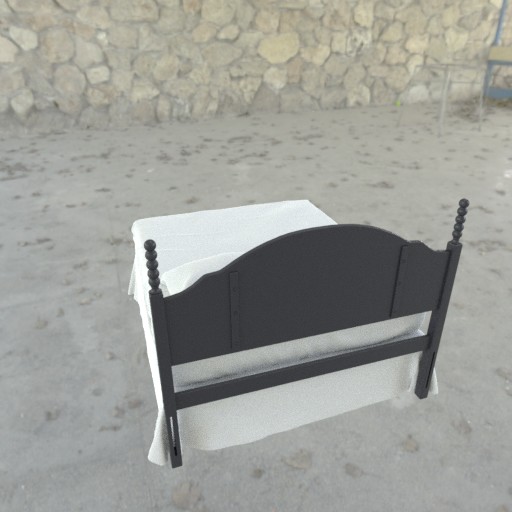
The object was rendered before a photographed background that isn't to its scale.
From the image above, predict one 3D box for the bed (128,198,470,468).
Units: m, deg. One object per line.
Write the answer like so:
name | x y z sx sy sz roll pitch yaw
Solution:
bed | 0.000 0.000 3.190 1.873 1.356 2.040 -9 28 -16
